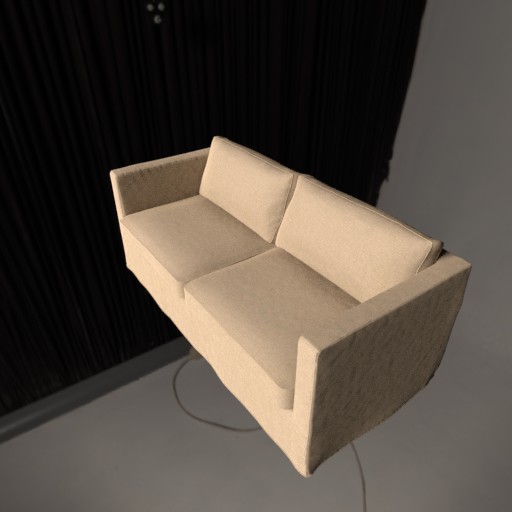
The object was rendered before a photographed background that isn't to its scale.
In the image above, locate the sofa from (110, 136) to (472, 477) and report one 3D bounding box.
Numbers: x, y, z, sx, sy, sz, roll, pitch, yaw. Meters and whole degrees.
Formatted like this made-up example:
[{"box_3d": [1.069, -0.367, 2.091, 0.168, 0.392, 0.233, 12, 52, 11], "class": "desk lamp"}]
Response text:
[{"box_3d": [0.000, 0.000, 2.516, 0.956, 0.847, 1.987, -21, 39, -29], "class": "sofa"}]
